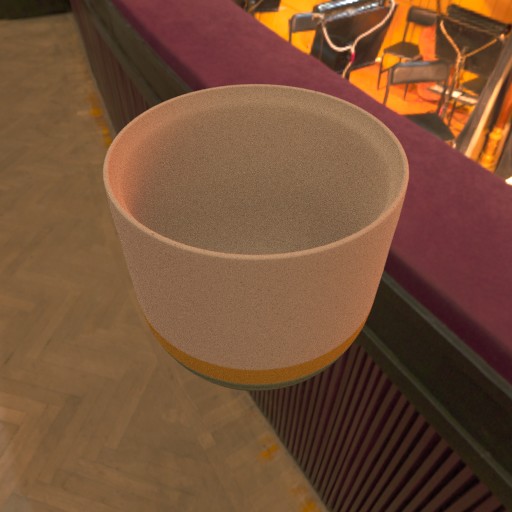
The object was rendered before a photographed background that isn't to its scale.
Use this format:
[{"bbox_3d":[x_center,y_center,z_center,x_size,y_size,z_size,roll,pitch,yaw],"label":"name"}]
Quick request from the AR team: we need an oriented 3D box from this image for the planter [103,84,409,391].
[{"bbox_3d":[0.000,0.000,0.491,0.268,0.270,0.268,0,46,0],"label":"planter"}]
